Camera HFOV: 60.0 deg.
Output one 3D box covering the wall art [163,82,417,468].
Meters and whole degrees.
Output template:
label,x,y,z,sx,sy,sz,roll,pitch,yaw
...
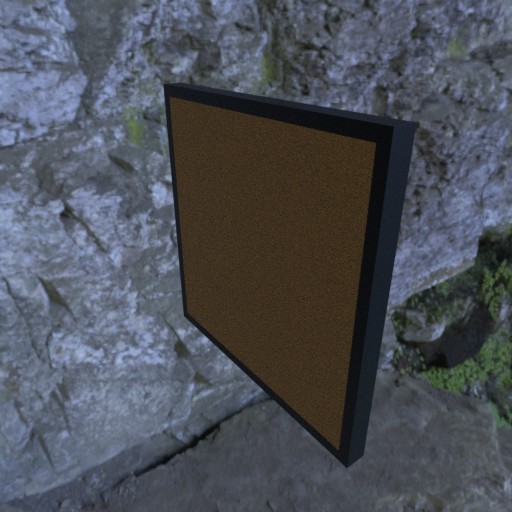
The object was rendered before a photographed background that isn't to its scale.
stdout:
label,x,y,z,sx,sy,sz,roll,pitch,yaw
wall art,0.000,0.000,0.750,0.038,0.508,0.508,-19,32,-33
